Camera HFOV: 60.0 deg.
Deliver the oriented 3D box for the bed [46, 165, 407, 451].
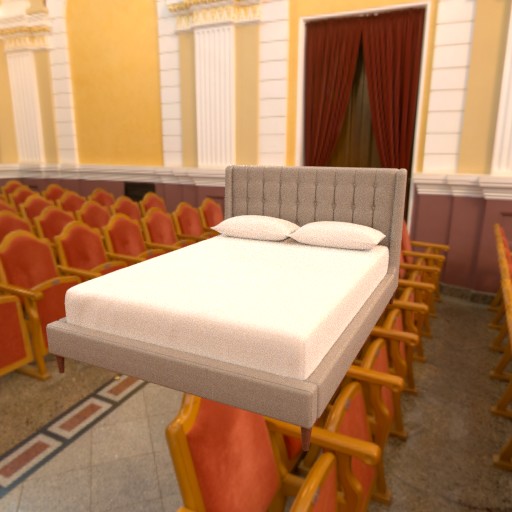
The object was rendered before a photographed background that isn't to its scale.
[{"bbox_3d":[0.000,0.000,3.136,1.656,1.147,2.232,7,16,26],"label":"bed"}]
